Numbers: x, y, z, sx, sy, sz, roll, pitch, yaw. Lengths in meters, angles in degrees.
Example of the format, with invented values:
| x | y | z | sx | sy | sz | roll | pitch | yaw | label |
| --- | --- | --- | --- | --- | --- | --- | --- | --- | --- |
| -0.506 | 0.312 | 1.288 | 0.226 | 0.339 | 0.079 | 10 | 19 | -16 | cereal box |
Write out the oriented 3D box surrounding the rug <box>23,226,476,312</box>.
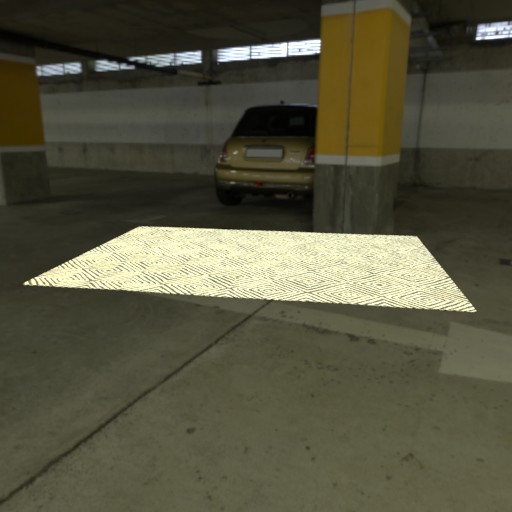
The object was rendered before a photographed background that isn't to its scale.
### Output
| x | y | z | sx | sy | sz | roll | pitch | yaw | label |
| --- | --- | --- | --- | --- | --- | --- | --- | --- | --- |
| 0.000 | 0.000 | 2.231 | 1.750 | 0.004 | 1.177 | 3 | 16 | 9 | rug |
